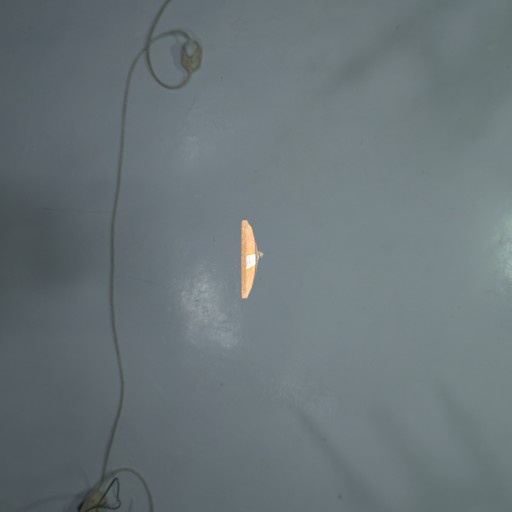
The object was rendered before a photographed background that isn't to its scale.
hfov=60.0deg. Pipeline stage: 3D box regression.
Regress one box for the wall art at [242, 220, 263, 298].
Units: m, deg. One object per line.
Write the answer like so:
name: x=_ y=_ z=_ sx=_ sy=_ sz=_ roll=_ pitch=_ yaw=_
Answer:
wall art: x=0.000 y=0.000 z=1.597 sx=0.038 sy=1.556 sz=0.146 roll=0 pitch=90 yaw=2
